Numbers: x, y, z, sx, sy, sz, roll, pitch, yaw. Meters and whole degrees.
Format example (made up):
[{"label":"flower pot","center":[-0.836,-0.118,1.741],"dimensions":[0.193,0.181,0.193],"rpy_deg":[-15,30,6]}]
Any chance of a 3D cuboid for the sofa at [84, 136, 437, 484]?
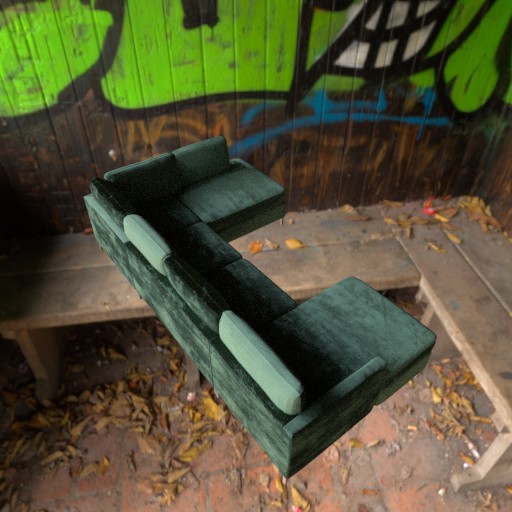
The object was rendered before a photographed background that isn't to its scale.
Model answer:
[{"label":"sofa","center":[0.000,0.000,4.324],"dimensions":[2.055,0.992,3.434],"rpy_deg":[-26,47,-28]}]
